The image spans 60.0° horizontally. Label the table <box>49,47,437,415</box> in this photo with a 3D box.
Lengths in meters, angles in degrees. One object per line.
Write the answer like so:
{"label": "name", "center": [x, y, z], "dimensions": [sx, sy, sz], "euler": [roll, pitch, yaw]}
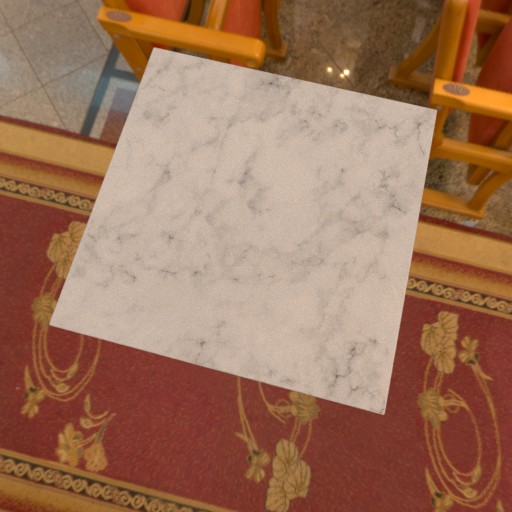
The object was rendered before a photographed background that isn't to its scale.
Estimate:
{"label": "table", "center": [0.000, 0.000, 0.869], "dimensions": [0.450, 0.500, 0.450], "euler": [14, 75, 4]}
